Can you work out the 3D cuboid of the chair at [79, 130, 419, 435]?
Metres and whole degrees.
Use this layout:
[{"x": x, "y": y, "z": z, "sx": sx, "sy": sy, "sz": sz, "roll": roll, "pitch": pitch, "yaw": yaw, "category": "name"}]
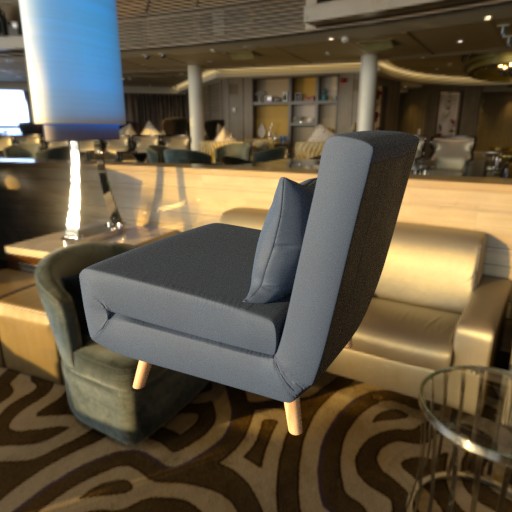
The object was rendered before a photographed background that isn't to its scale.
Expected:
[{"x": 0.000, "y": 0.000, "z": 1.478, "sx": 0.900, "sy": 0.808, "sz": 0.770, "roll": 8, "pitch": 18, "yaw": 25, "category": "chair"}]
